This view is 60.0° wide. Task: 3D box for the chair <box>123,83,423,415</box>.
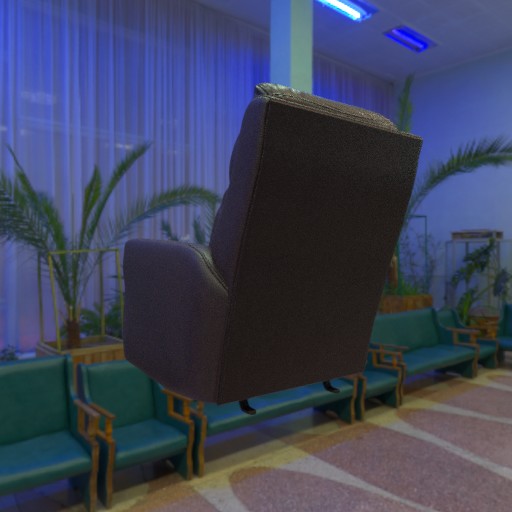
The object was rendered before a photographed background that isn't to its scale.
[{"bbox_3d":[0.000,0.000,1.773,0.829,1.030,1.080,0,0,-36],"label":"chair"}]
